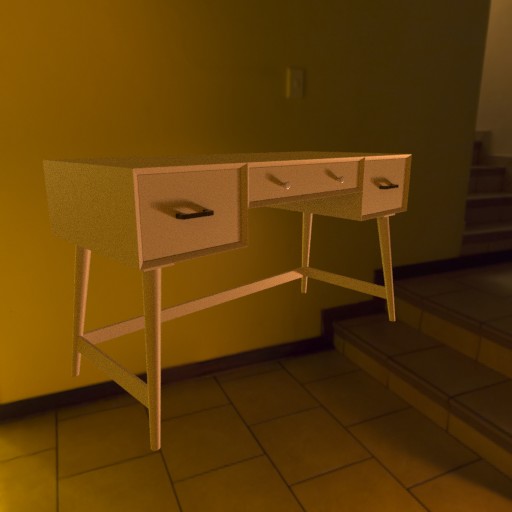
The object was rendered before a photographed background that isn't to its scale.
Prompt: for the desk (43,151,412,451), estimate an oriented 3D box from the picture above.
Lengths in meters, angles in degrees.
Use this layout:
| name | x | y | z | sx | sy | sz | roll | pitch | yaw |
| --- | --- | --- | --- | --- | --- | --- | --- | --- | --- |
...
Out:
| name | x | y | z | sx | sy | sz | roll | pitch | yaw |
| --- | --- | --- | --- | --- | --- | --- | --- | --- | --- |
| desk | 0.000 | 0.000 | 1.740 | 1.313 | 0.762 | 0.589 | -14 | 20 | -42 |
